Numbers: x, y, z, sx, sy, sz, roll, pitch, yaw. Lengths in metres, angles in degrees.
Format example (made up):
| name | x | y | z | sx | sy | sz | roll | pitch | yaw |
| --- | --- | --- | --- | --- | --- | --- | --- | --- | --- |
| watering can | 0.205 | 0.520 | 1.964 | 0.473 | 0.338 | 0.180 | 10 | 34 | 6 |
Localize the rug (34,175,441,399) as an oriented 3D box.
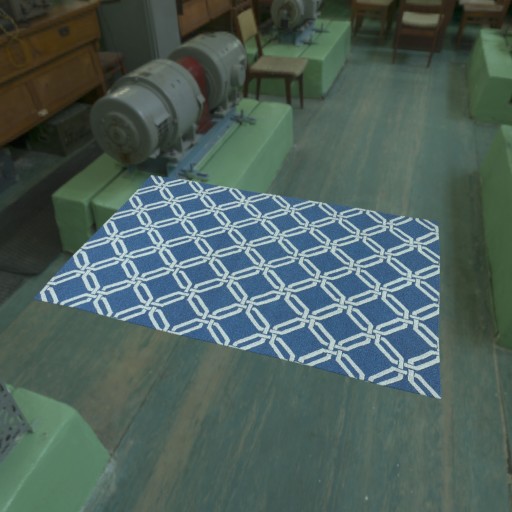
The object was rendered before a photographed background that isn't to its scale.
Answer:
| name | x | y | z | sx | sy | sz | roll | pitch | yaw |
| --- | --- | --- | --- | --- | --- | --- | --- | --- | --- |
| rug | 0.000 | 0.000 | 2.211 | 1.755 | 0.010 | 1.153 | 11 | 41 | 13 |
